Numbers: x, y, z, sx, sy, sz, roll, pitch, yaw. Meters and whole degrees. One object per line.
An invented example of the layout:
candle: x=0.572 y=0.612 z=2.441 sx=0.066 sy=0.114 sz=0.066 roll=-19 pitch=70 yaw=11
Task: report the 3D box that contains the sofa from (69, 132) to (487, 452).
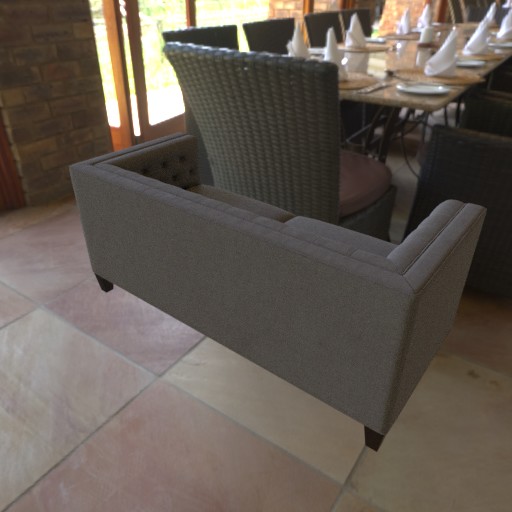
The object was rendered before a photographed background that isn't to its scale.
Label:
sofa: x=0.000 y=0.000 z=2.187 sx=1.778 sy=0.762 sz=0.775 roll=22 pitch=38 yaw=32
